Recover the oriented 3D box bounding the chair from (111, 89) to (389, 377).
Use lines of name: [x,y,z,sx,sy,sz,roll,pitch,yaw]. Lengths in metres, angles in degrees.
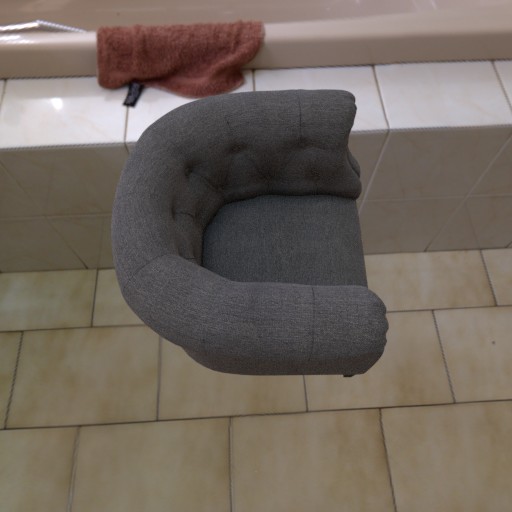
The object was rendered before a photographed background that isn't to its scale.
chair: [0.000,0.000,1.615,0.852,0.827,0.905,-1,64,0]
